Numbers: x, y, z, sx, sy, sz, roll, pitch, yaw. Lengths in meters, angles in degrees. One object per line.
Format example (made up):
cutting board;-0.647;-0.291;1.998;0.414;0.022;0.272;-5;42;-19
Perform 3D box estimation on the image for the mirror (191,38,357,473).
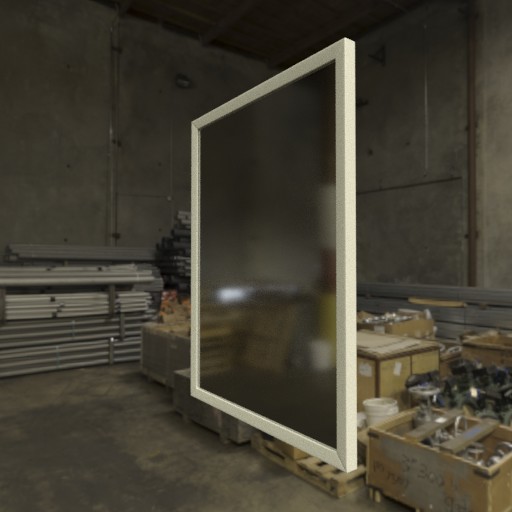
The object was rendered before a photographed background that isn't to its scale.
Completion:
mirror;0.000;0.000;1.352;0.040;1.016;0.762;1;-2;-36
